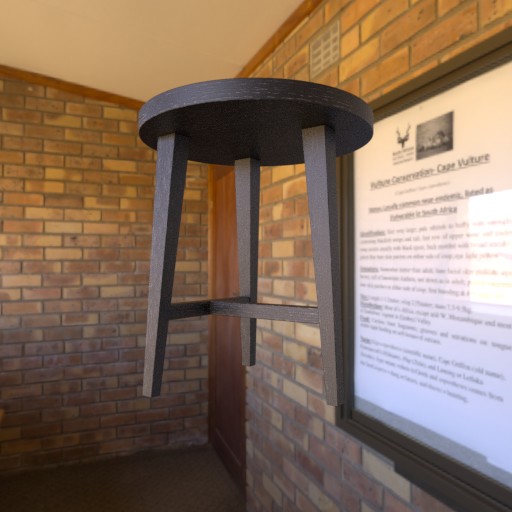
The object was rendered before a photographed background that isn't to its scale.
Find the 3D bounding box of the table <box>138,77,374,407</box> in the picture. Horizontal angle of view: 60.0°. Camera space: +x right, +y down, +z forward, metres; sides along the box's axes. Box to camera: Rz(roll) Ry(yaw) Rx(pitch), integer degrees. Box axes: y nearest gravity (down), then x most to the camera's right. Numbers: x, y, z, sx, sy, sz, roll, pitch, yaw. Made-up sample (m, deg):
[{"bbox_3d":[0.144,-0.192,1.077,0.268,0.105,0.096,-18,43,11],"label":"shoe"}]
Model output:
[{"bbox_3d":[0.000,0.000,0.774,0.399,0.460,0.399,0,-1,0],"label":"table"}]
